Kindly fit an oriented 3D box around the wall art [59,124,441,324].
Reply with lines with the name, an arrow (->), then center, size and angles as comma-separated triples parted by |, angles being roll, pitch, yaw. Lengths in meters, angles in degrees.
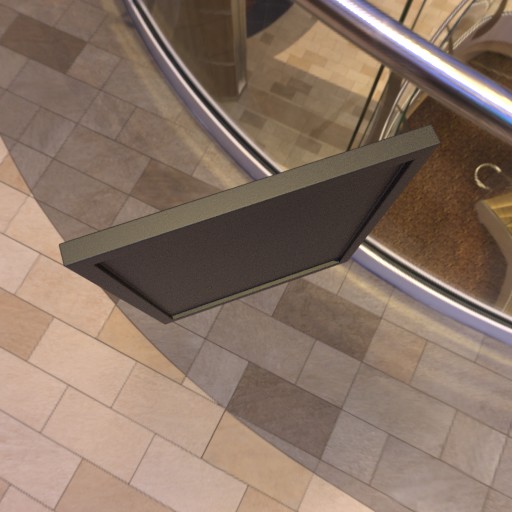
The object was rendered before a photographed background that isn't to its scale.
wall art -> 0.000, 0.000, 0.779 | 0.457, 0.559, 0.028 | -19, 75, -5
